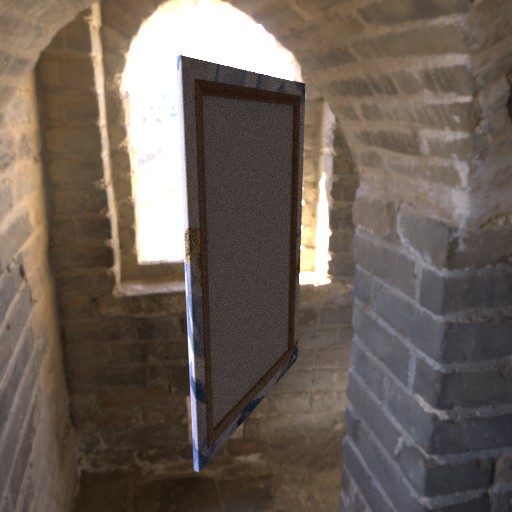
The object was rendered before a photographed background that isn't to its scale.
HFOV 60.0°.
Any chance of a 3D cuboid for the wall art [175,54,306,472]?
[{"bbox_3d":[0.000,0.000,1.186,0.016,0.914,0.610,8,18,27],"label":"wall art"}]
